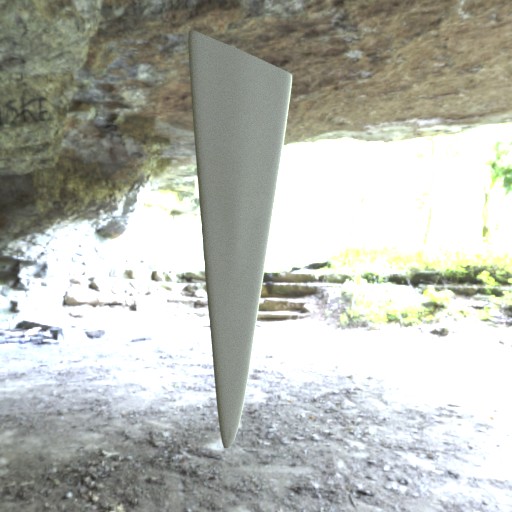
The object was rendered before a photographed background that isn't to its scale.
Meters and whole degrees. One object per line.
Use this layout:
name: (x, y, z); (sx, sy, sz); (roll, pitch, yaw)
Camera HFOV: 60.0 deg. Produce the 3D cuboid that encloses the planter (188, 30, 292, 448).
planter: (0.000, 0.000, 0.386); (0.065, 0.338, 0.143); (-1, -2, 19)
